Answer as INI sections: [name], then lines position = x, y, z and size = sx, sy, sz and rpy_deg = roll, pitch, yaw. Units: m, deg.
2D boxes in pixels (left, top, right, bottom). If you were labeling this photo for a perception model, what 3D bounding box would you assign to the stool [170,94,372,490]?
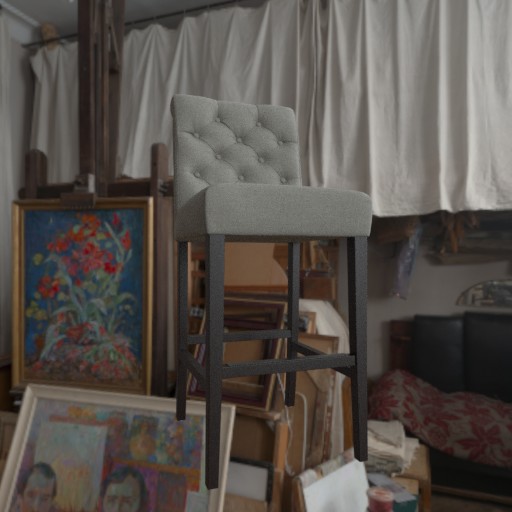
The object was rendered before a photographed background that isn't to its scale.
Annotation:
[stool]
position = 0.000, 0.000, 1.417
size = 0.493, 1.140, 0.601
rpy_deg = 0, 0, -20
